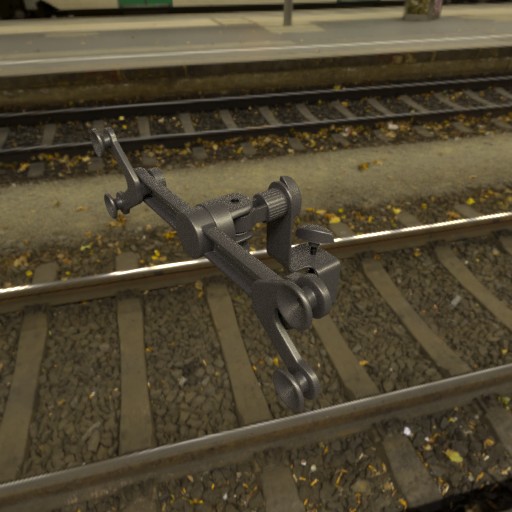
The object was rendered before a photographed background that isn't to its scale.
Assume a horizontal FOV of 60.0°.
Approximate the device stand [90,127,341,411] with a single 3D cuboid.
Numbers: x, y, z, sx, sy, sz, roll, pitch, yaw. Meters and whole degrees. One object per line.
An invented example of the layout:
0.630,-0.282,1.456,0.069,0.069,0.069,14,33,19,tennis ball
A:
0.000,0.000,0.353,0.142,0.166,0.270,-23,41,-29,device stand
